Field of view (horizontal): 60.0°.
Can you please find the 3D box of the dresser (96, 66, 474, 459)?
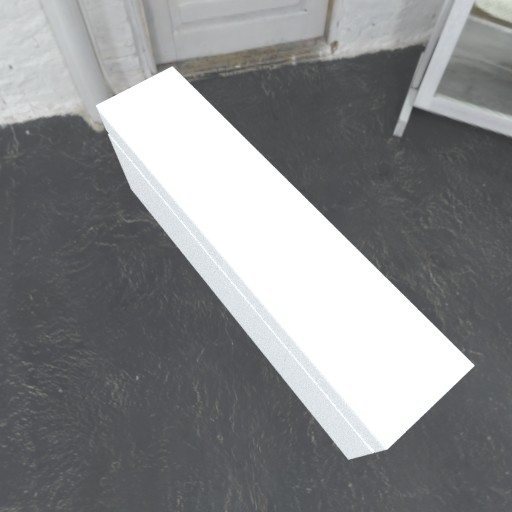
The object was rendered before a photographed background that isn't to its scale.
[{"bbox_3d":[0.000,0.000,2.475,0.500,0.840,2.200,-35,68,-16],"label":"dresser"}]
